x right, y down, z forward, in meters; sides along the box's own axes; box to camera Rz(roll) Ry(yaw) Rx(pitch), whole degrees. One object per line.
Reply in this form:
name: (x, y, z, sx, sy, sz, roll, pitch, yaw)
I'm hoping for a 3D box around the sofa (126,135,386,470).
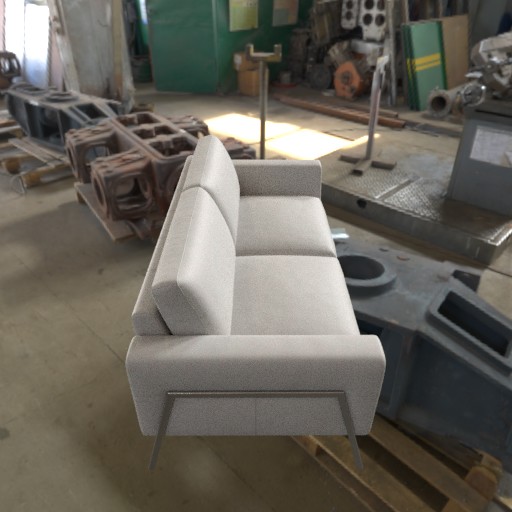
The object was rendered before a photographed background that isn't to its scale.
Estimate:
sofa: (0.000, 0.000, 2.508, 0.953, 0.875, 2.017, 0, 33, 0)
